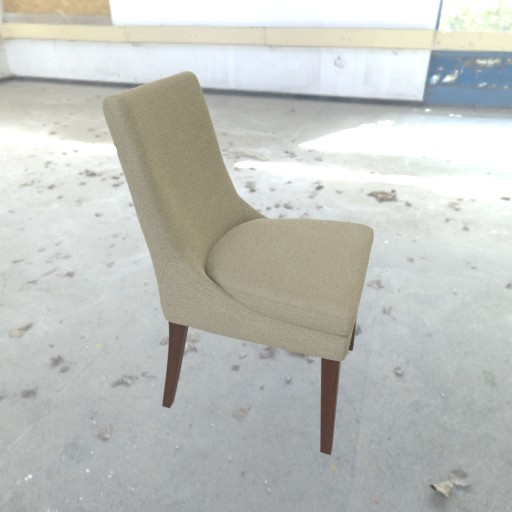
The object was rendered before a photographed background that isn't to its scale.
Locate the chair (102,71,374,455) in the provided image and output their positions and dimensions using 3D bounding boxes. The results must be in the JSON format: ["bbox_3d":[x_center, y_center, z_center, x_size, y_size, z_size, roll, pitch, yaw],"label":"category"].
[{"bbox_3d":[0.000,0.000,1.304,0.638,0.940,0.515,10,32,16],"label":"chair"}]
